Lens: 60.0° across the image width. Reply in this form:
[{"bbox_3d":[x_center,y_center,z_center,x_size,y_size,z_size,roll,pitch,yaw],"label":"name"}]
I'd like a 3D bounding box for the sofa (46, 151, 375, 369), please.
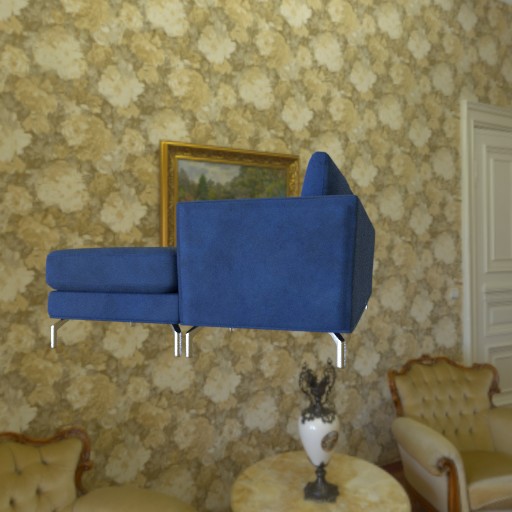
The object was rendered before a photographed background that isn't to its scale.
[{"bbox_3d":[0.000,0.000,3.240,1.622,0.987,2.438,0,0,17],"label":"sofa"}]
